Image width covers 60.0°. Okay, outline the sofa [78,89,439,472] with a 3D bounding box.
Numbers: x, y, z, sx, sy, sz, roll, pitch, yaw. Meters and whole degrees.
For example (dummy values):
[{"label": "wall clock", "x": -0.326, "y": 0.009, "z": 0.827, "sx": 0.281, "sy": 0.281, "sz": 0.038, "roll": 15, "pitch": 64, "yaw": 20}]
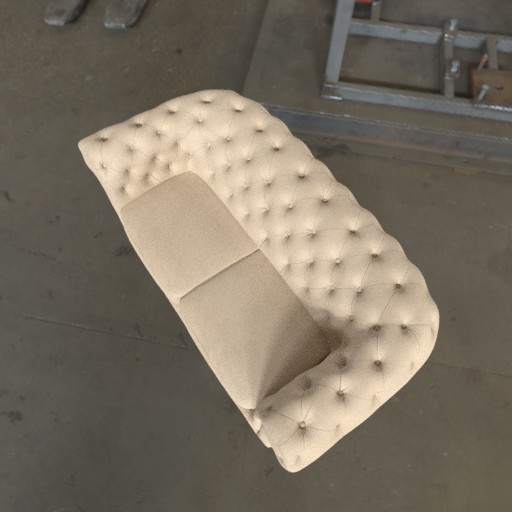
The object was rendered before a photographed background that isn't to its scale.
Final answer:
[{"label": "sofa", "x": 0.000, "y": 0.000, "z": 2.465, "sx": 1.069, "sy": 0.835, "sz": 1.988, "roll": -31, "pitch": 67, "yaw": -15}]
